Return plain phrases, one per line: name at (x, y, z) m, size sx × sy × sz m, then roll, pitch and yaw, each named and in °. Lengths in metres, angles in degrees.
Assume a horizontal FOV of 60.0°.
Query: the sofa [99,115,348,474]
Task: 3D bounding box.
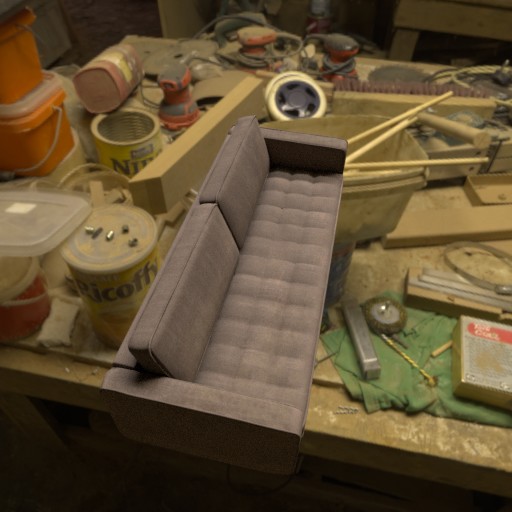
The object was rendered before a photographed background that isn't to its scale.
sofa at (0.000, 0.000, 2.743) m, size 0.923 × 0.813 × 2.295 m, roll 10°, pitch 48°, yaw 9°
